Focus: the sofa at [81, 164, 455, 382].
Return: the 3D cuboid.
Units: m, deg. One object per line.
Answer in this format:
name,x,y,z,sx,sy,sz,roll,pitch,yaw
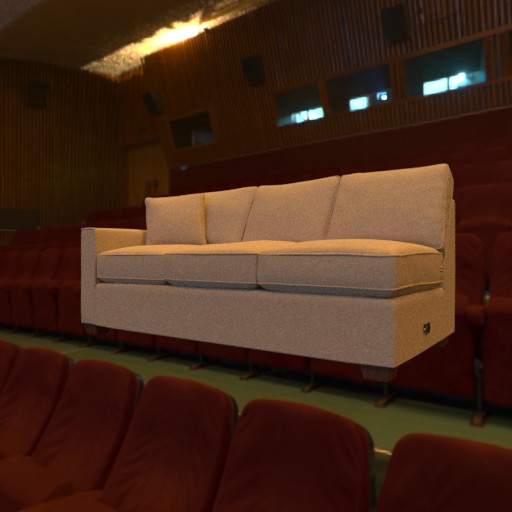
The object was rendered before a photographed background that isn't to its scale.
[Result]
sofa,0.000,0.000,2.540,1.962,0.946,1.034,0,0,36
